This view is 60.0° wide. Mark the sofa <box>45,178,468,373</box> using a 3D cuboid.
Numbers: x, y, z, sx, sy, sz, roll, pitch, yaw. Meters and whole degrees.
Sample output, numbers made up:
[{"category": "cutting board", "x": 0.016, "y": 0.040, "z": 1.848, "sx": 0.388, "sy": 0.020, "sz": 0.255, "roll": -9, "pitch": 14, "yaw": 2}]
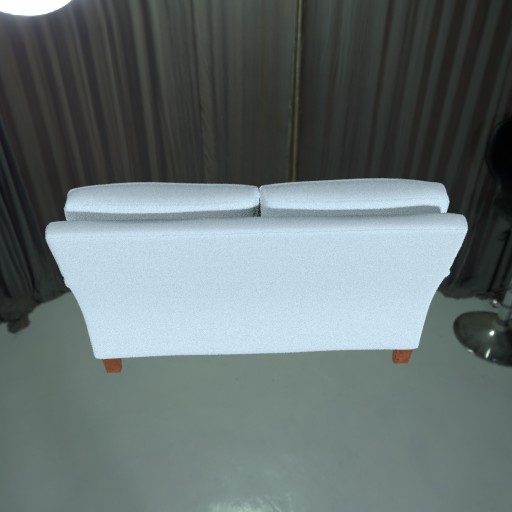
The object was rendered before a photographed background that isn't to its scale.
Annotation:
[{"category": "sofa", "x": 0.000, "y": 0.000, "z": 2.521, "sx": 1.853, "sy": 1.101, "sz": 1.084, "roll": -1, "pitch": 32, "yaw": -2}]
